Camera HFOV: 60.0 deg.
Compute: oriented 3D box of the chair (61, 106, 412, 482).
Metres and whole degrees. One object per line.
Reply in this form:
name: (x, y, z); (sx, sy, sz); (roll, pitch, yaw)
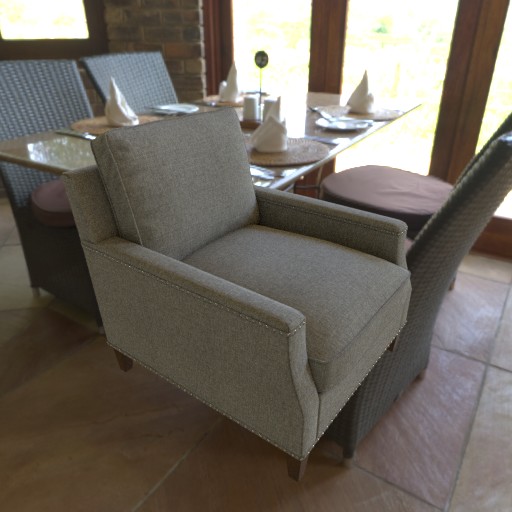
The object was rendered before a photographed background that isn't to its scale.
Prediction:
chair: (0.000, 0.000, 1.664); (1.014, 0.943, 0.853); (19, 33, 32)
